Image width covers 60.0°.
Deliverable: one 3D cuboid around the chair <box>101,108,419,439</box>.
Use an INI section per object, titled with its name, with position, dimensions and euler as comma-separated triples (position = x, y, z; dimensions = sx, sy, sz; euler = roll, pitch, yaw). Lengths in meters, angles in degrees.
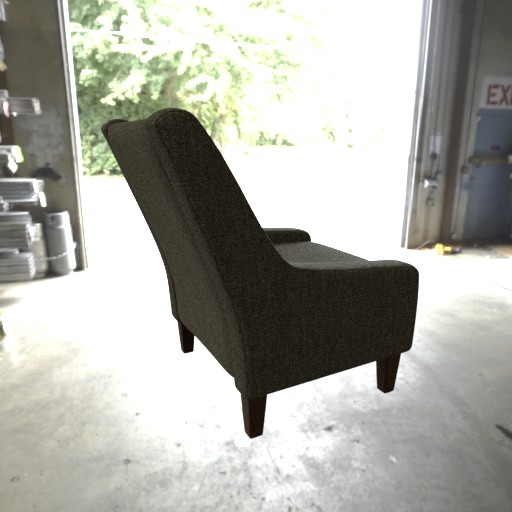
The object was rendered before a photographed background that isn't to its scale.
[chair]
position = 0.000, 0.000, 1.695
dimensions = 0.944, 1.012, 0.793
euler = -8, 17, -27
